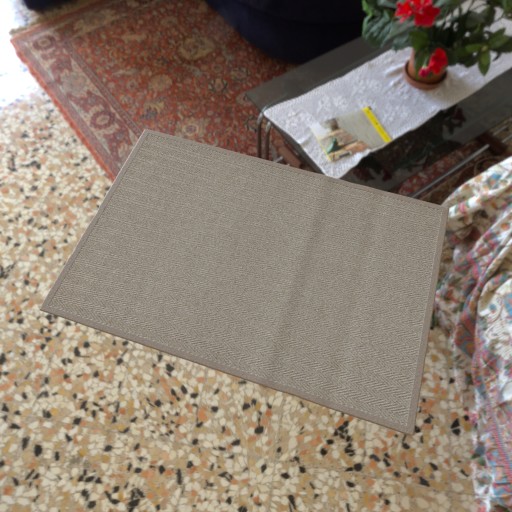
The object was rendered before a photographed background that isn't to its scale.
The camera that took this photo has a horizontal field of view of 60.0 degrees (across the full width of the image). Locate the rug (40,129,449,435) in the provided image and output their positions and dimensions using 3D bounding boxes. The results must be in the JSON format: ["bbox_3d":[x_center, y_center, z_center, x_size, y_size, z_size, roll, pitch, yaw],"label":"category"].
[{"bbox_3d":[0.000,0.000,2.876,2.290,0.021,1.540,16,64,8],"label":"rug"}]
